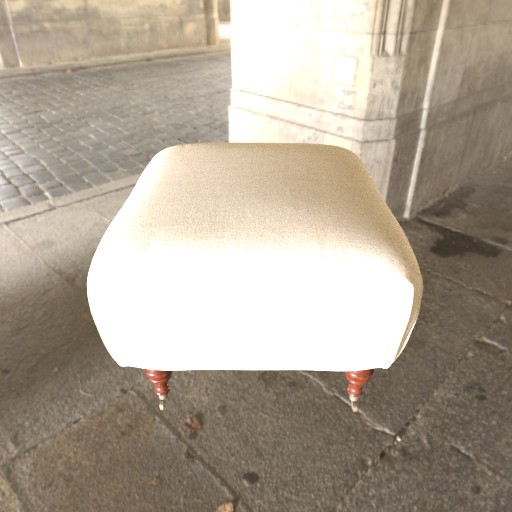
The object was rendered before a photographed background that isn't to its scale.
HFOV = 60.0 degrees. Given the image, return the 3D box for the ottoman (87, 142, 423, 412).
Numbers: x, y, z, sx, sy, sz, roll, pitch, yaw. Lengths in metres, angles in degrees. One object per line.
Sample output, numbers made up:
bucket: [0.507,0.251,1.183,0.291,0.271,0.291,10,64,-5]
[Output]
ottoman: [0.000,0.000,1.137,0.622,0.450,0.747,0,32,1]
